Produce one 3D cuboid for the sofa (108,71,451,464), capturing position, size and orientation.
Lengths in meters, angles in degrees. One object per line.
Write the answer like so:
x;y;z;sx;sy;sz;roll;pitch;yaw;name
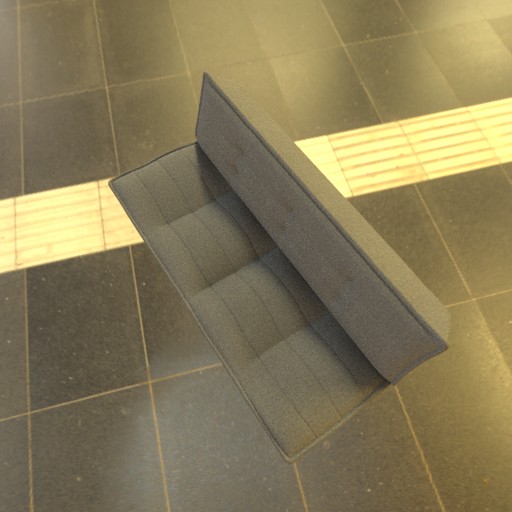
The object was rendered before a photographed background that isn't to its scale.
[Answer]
0.000;0.000;2.479;0.950;0.890;1.940;-31;67;-15;sofa
